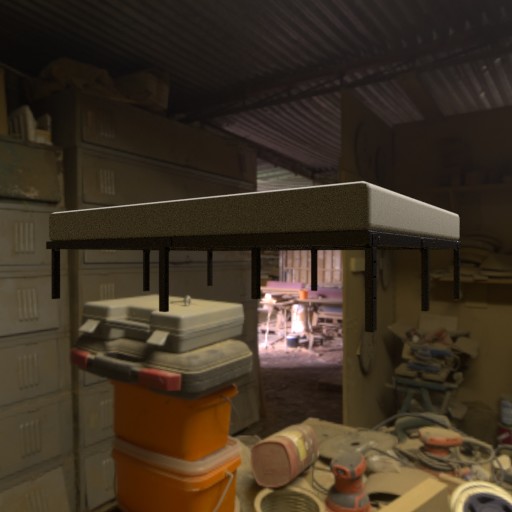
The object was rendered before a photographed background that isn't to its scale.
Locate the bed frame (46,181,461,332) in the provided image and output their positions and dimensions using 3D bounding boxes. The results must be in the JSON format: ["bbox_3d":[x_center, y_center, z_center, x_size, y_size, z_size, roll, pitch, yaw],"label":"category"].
[{"bbox_3d":[0.000,0.000,3.507,2.635,0.680,1.990,0,0,36],"label":"bed frame"}]
